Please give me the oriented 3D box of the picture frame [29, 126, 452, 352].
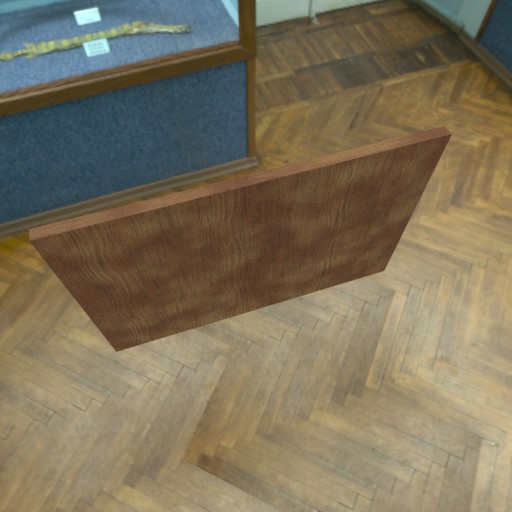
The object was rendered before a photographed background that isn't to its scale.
[{"bbox_3d":[0.000,0.000,1.231,0.950,0.640,0.029,-16,60,-9],"label":"picture frame"}]
